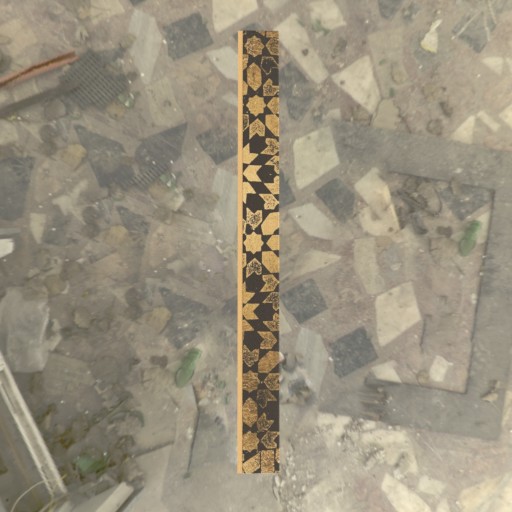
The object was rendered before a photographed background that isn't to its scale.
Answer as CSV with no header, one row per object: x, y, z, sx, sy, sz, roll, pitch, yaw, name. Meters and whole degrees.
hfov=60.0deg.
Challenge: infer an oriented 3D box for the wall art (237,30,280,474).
0.000,0.000,0.606,0.038,0.405,0.405,0,88,-1,wall art
